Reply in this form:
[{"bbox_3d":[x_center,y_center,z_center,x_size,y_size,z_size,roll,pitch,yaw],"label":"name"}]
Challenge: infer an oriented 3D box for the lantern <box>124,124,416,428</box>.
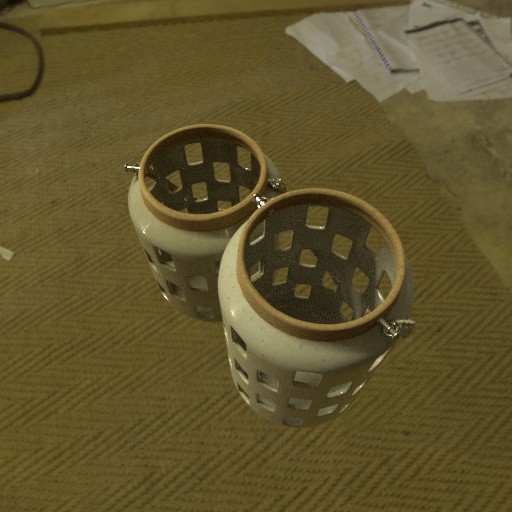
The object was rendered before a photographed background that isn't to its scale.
[{"bbox_3d":[0.000,0.000,0.487,0.184,0.255,0.347,-34,64,-19],"label":"lantern"}]
